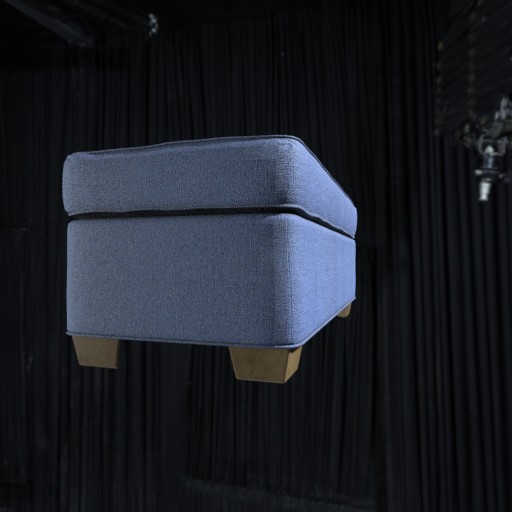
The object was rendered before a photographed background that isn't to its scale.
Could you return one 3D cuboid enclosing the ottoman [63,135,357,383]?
[{"bbox_3d":[0.000,0.000,1.348,0.515,0.460,1.110,0,0,18],"label":"ottoman"}]
